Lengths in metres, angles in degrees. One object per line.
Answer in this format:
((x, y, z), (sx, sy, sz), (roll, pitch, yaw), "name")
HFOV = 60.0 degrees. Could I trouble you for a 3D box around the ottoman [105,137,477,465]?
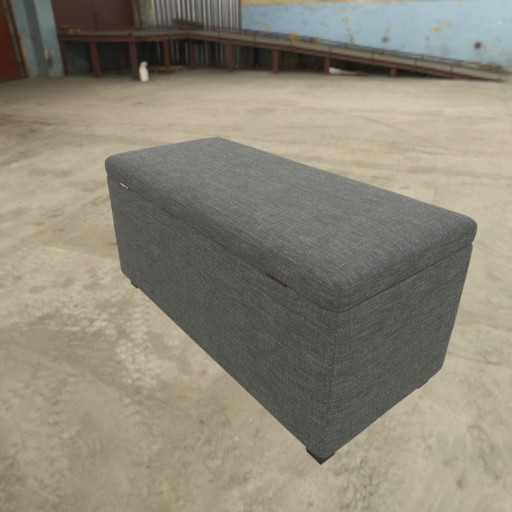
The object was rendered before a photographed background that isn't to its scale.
((0.000, 0.000, 1.127), (0.419, 0.432, 0.902), (-20, 34, -33), "ottoman")
